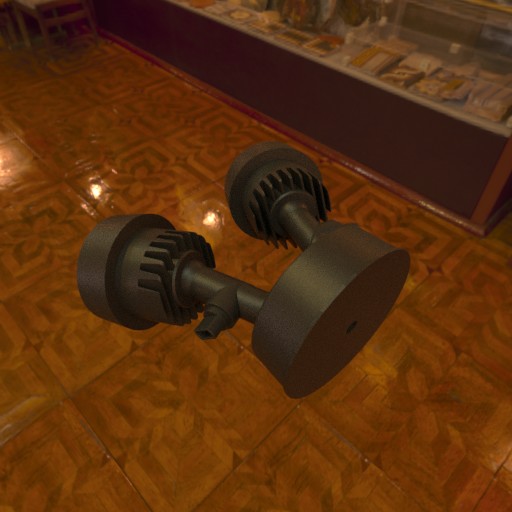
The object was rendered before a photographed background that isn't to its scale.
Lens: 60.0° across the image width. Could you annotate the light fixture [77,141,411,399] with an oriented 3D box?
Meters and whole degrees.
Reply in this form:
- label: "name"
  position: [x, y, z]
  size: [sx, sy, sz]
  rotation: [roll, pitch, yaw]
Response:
- label: "light fixture"
  position: [0.000, 0.000, 0.307]
  size: [0.213, 0.120, 0.168]
  rotation: [-33, 55, -27]
